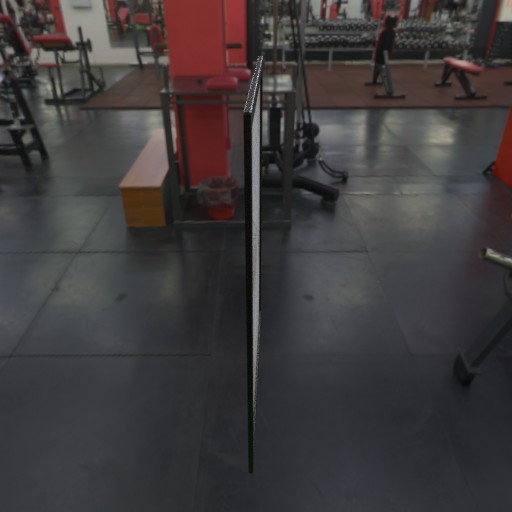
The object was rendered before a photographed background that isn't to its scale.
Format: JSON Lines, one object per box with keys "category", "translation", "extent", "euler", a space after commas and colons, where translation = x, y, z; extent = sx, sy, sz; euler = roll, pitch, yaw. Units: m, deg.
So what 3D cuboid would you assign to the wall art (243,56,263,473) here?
{"category": "wall art", "translation": [0.000, 0.000, 1.269], "extent": [0.013, 0.967, 0.707], "euler": [1, 31, 2]}
